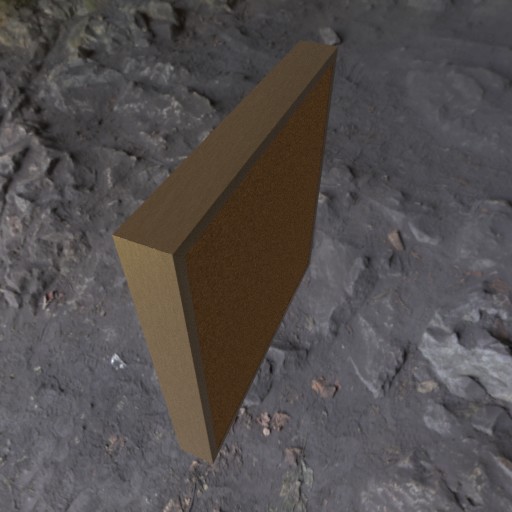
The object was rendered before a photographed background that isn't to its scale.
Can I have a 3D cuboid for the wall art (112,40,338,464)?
[{"bbox_3d":[0.000,0.000,0.442,0.038,0.305,0.304,18,48,16],"label":"wall art"}]
